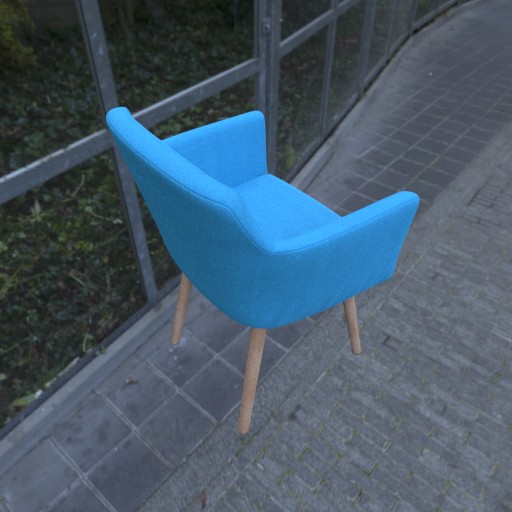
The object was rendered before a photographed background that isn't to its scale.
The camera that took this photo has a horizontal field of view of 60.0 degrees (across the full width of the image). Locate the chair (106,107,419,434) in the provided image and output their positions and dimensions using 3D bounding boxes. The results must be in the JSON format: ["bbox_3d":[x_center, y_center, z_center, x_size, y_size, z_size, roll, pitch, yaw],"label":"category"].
[{"bbox_3d":[0.000,0.000,1.147,0.540,0.780,0.570,-26,46,-27],"label":"chair"}]
